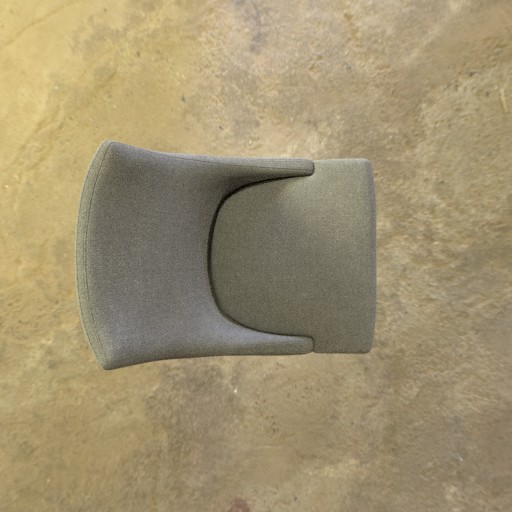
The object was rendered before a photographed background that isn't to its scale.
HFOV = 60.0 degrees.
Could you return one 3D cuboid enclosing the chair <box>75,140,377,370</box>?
[{"bbox_3d":[0.000,0.000,1.484,0.861,0.909,0.701,0,90,0],"label":"chair"}]
